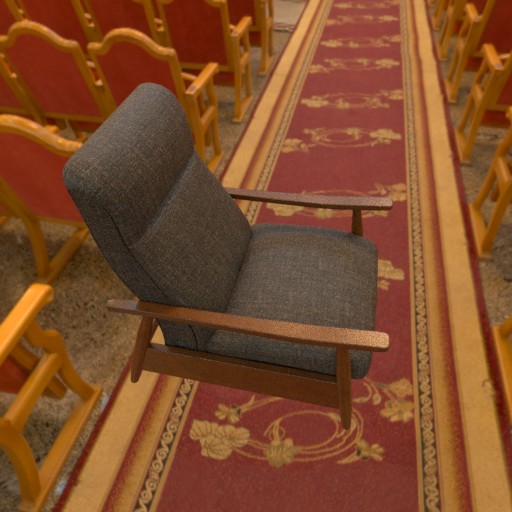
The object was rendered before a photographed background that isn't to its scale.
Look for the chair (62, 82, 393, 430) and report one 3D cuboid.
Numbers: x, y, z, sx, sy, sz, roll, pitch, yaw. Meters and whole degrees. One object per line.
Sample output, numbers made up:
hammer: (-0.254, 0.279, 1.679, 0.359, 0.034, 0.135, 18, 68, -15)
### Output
chair: (0.000, 0.000, 1.748, 1.014, 1.082, 0.762, 9, 46, 9)
